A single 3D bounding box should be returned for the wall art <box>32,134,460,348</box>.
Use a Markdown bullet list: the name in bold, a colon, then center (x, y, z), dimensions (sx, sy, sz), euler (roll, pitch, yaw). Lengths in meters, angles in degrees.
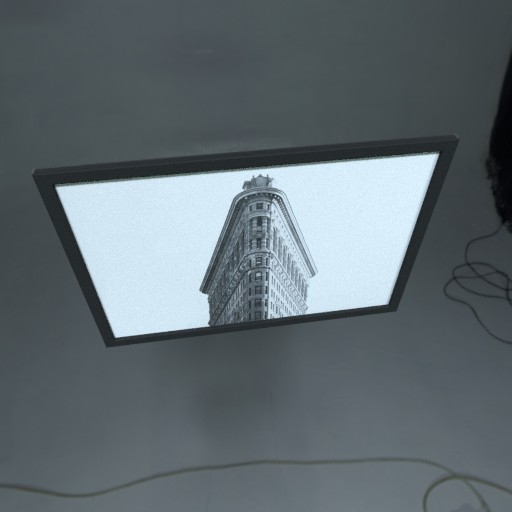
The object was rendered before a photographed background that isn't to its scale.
- **wall art**: center (0.000, 0.000, 1.231), dimensions (0.964, 0.659, 0.049), euler (-5, 46, -5)
